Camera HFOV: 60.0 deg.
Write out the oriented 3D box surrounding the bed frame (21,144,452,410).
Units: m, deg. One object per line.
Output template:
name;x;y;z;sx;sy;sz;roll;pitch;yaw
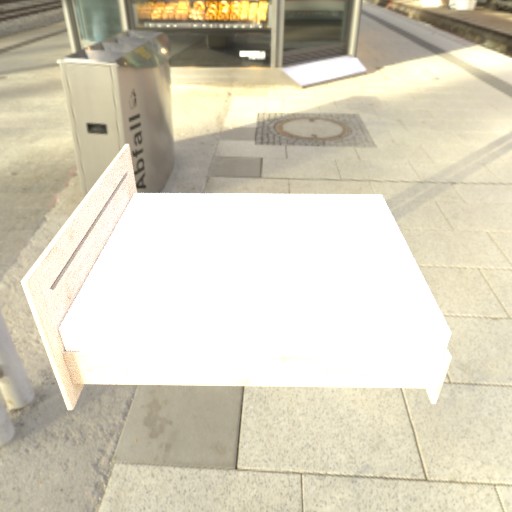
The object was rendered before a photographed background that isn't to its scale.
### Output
bed frame;0.000;0.000;2.969;2.080;0.900;1.800;1;34;1
